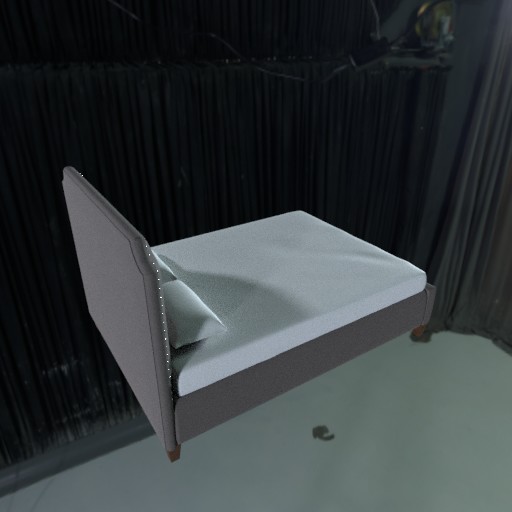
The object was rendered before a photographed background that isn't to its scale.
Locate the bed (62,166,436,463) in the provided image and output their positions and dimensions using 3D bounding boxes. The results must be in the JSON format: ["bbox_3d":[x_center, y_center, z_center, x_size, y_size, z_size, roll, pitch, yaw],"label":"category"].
[{"bbox_3d":[0.000,0.000,3.467,2.372,1.443,1.713,-17,32,-29],"label":"bed"}]
